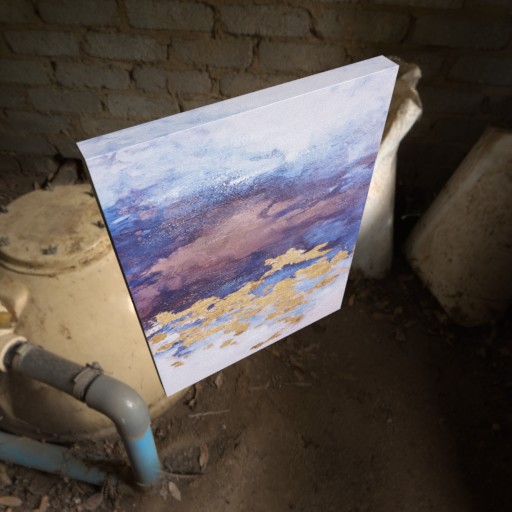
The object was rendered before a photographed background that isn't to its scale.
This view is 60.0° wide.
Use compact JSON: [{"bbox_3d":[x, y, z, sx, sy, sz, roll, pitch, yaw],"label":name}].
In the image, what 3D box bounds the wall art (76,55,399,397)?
[{"bbox_3d":[0.000,0.000,0.766,0.437,0.581,0.036,-23,52,-20],"label":"wall art"}]
